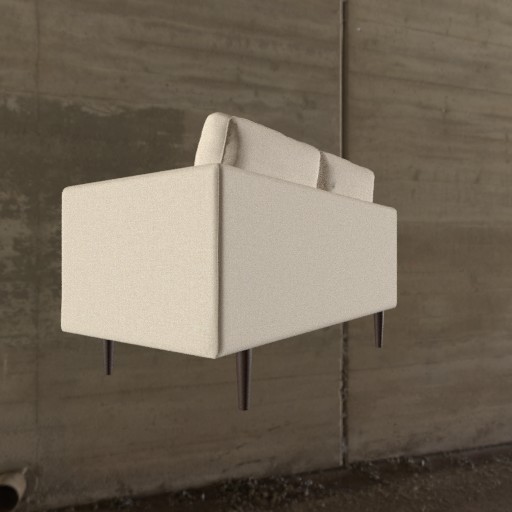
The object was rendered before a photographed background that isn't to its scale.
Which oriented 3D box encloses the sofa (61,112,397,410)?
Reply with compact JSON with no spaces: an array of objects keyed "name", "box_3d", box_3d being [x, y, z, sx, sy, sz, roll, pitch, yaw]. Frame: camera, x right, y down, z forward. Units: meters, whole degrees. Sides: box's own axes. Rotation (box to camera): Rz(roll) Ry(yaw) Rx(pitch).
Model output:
[{"name":"sofa","box_3d":[0.000,0.000,1.968,0.796,0.908,1.430,0,0,36]}]
